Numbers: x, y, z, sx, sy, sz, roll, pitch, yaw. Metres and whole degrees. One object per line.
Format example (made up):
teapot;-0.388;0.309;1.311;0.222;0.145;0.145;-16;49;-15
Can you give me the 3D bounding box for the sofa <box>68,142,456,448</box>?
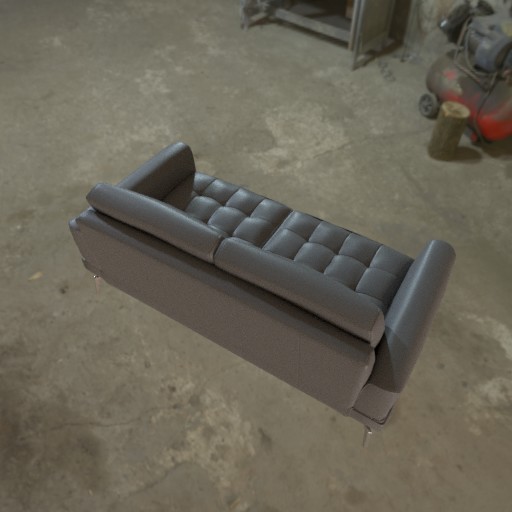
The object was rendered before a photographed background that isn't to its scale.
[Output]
sofa;0.000;0.000;2.771;2.177;0.930;1.121;25;53;21
